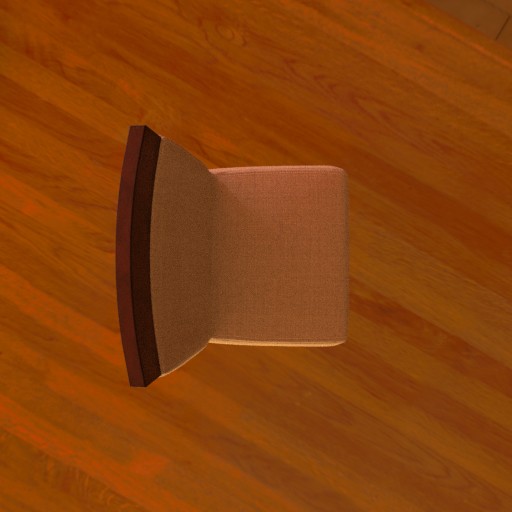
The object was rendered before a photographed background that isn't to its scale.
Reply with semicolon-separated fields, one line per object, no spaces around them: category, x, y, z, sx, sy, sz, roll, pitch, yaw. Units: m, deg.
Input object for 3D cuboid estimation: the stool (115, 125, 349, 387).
stool;0.000;0.000;1.259;0.480;1.011;0.463;0;90;0
